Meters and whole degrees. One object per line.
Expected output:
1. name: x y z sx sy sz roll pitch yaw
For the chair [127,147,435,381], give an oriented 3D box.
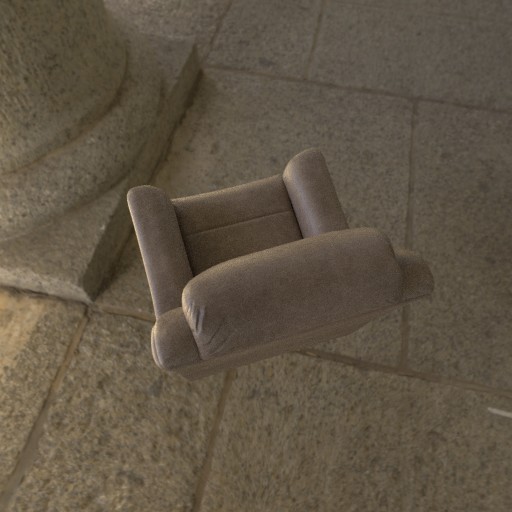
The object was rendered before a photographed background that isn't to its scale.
1. chair: 0.000 0.000 1.911 0.967 1.116 1.068 -14 60 -9
